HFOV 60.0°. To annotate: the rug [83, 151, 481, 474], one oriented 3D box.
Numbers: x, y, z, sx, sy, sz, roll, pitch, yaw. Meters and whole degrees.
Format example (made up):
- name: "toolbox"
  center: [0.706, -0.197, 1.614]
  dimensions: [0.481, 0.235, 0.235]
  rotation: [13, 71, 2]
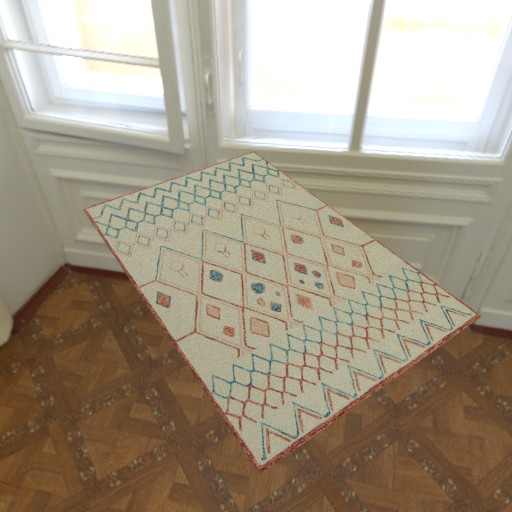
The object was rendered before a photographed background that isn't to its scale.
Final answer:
- name: "rug"
  center: [0.000, 0.000, 2.308]
  dimensions: [1.219, 0.016, 1.829]
  rotation: [-25, 47, -25]
